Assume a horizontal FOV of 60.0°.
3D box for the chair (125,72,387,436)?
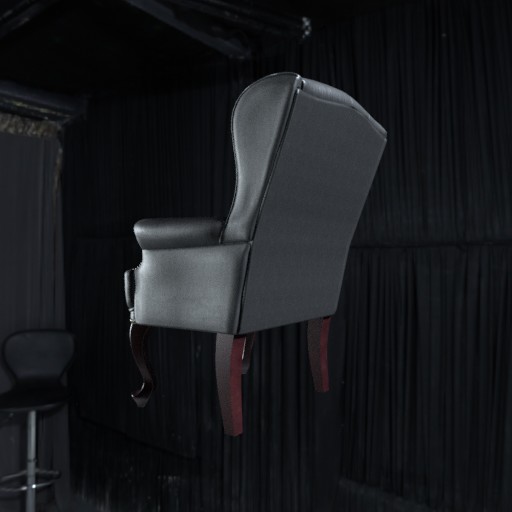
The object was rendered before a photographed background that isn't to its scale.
[{"bbox_3d":[0.000,0.000,1.726,0.822,1.133,0.831,0,0,38],"label":"chair"}]
